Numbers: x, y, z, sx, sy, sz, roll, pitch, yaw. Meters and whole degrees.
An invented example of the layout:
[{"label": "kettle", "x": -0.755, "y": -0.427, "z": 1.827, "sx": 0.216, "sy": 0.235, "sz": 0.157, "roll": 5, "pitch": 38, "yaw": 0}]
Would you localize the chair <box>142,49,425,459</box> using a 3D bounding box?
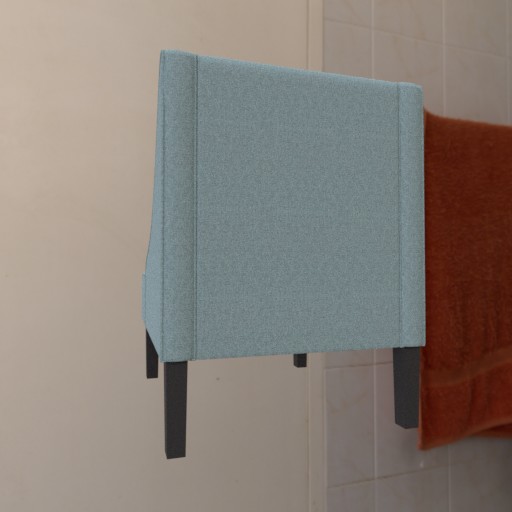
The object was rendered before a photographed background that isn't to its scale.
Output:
[{"label": "chair", "x": 0.000, "y": 0.000, "z": 1.801, "sx": 0.857, "sy": 1.133, "sz": 1.025, "roll": 0, "pitch": -1, "yaw": -17}]
